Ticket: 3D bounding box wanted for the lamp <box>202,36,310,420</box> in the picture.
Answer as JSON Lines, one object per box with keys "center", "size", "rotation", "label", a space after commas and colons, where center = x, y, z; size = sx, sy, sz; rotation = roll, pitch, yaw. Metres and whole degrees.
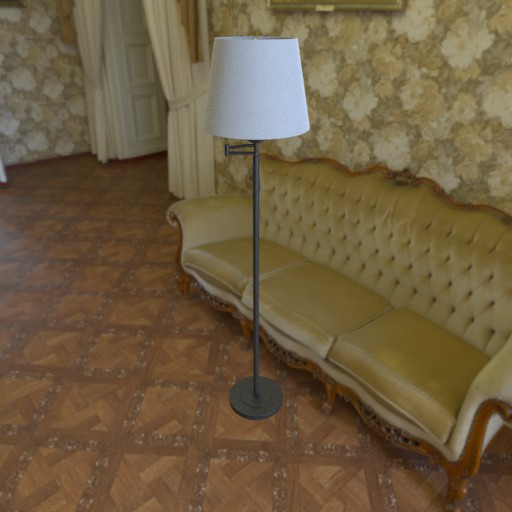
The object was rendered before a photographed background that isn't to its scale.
{"center": [0.000, 0.000, 1.668], "size": [0.348, 1.473, 0.348], "rotation": [1, 28, 2], "label": "lamp"}
